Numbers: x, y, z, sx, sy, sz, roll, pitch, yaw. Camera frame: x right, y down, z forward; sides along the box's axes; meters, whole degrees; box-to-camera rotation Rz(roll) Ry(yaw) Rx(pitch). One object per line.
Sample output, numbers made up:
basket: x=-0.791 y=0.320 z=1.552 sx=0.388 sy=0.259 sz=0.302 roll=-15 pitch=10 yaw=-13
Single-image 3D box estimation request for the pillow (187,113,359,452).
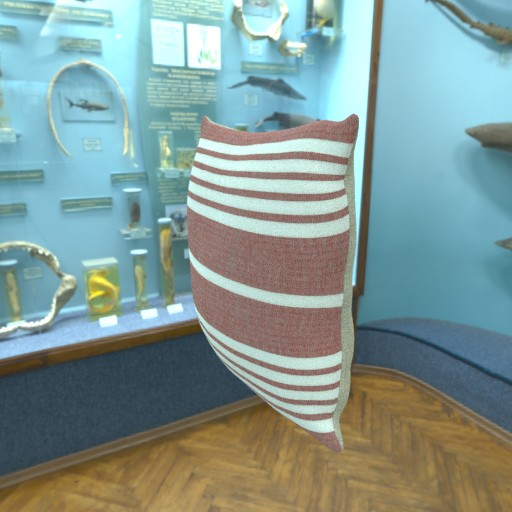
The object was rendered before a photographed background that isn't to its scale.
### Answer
pillow: x=0.000 y=0.000 z=0.693 sx=0.182 sy=0.427 sz=0.439 roll=-8 pitch=18 yaw=-27
